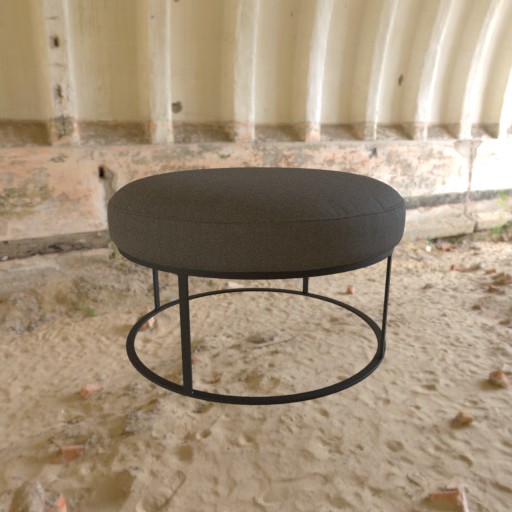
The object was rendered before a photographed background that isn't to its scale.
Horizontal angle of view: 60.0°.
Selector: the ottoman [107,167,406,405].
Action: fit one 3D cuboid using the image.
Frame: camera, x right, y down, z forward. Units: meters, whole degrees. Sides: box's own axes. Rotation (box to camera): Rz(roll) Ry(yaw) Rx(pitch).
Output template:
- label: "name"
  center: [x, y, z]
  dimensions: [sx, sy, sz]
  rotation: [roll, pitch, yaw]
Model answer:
- label: "ottoman"
  center: [0.000, 0.000, 1.235]
  dimensions: [0.772, 0.460, 0.772]
  rotation: [0, 15, 0]
